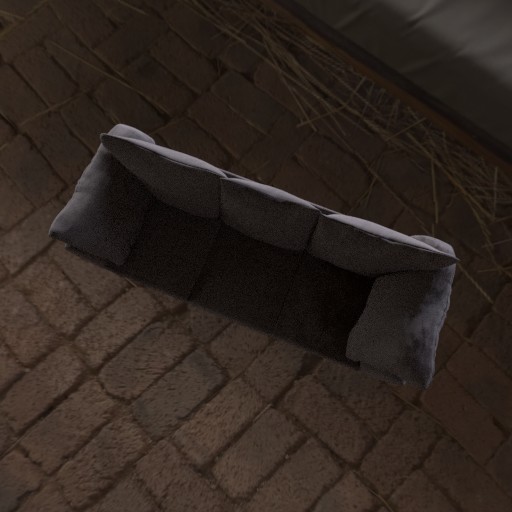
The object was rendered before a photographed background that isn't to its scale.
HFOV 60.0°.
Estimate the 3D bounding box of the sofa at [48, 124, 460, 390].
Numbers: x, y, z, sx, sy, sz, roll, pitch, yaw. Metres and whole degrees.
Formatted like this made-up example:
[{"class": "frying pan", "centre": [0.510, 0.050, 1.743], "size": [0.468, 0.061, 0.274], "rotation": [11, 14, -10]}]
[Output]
[{"class": "sofa", "centre": [0.000, 0.000, 2.898], "size": [2.377, 0.981, 0.893], "rotation": [21, 76, 6]}]
